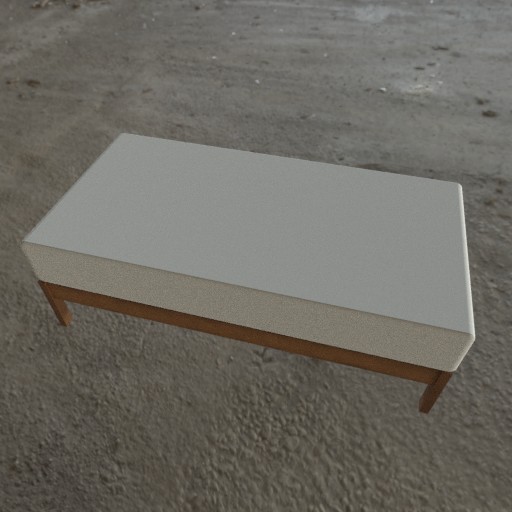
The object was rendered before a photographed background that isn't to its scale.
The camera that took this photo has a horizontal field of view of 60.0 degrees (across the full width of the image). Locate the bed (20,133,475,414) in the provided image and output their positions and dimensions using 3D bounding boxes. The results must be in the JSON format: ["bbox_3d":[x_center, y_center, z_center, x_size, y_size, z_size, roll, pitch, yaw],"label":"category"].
[{"bbox_3d":[0.000,0.000,2.298,1.902,0.616,0.961,11,47,10],"label":"bed"}]
